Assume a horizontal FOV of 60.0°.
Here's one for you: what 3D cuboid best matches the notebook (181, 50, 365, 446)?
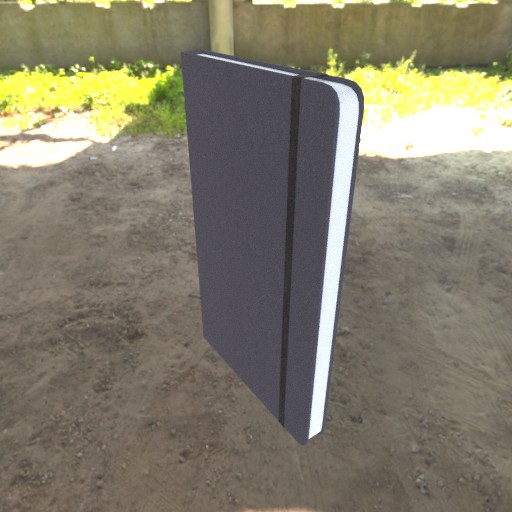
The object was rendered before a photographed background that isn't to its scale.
[{"bbox_3d":[0.000,0.000,0.265,0.016,0.213,0.127,-20,37,-29],"label":"notebook"}]
